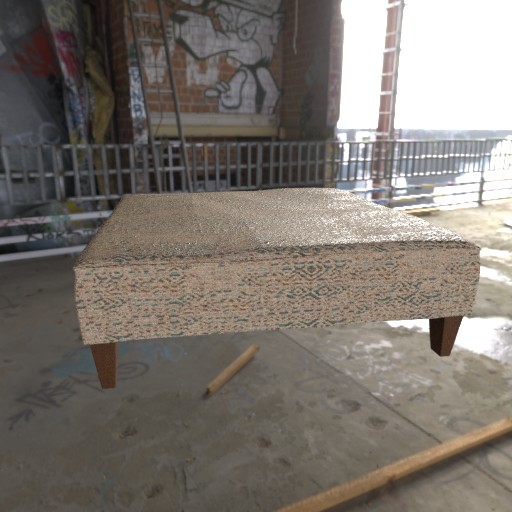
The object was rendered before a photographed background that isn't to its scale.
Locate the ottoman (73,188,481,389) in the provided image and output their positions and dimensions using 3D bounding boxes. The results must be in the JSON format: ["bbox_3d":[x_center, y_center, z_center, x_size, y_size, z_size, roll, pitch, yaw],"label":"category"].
[{"bbox_3d":[0.000,0.000,1.514,0.968,0.356,1.004,-3,16,-10],"label":"ottoman"}]
